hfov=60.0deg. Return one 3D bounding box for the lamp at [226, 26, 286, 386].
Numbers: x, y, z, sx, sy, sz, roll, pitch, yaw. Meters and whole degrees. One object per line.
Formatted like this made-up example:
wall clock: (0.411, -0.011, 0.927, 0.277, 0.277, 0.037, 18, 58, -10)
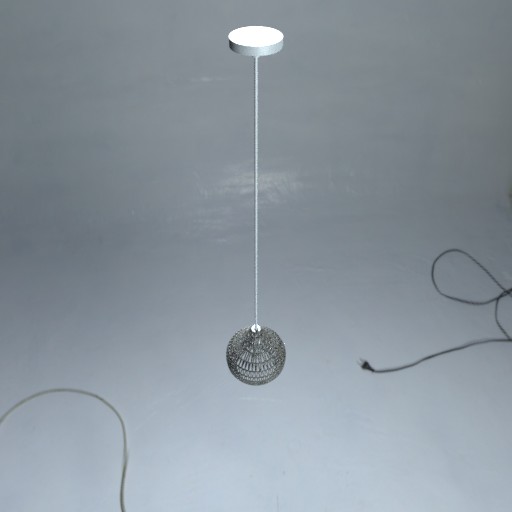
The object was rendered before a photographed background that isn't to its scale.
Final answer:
lamp: (0.000, 0.000, 2.039, 0.355, 1.919, 0.355, -3, 46, -3)
